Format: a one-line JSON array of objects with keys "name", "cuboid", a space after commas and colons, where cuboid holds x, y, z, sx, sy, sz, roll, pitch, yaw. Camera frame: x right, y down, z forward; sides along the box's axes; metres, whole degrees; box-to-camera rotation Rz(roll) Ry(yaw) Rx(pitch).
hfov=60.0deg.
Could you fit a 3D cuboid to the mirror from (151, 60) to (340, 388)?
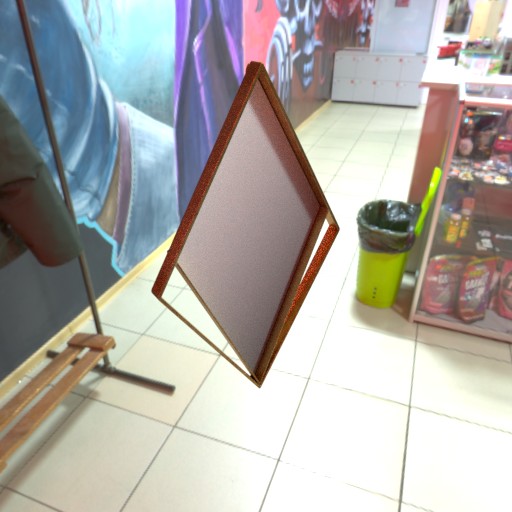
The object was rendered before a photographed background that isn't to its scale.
[{"name": "mirror", "cuboid": [0.000, 0.000, 0.839, 0.419, 0.679, 0.032, -21, 36, -31]}]
